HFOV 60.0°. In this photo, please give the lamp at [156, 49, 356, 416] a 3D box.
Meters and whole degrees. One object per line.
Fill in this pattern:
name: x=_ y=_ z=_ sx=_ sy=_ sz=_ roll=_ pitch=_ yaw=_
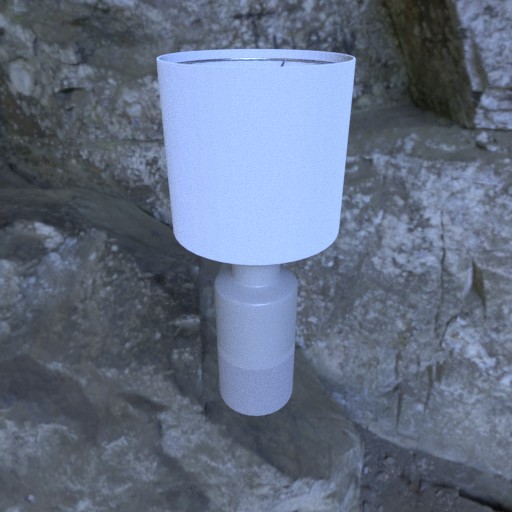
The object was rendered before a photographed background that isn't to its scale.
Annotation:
lamp: x=0.000 y=0.000 z=0.598 sx=0.212 sy=0.493 sz=0.212 roll=11 pitch=31 yaw=19
